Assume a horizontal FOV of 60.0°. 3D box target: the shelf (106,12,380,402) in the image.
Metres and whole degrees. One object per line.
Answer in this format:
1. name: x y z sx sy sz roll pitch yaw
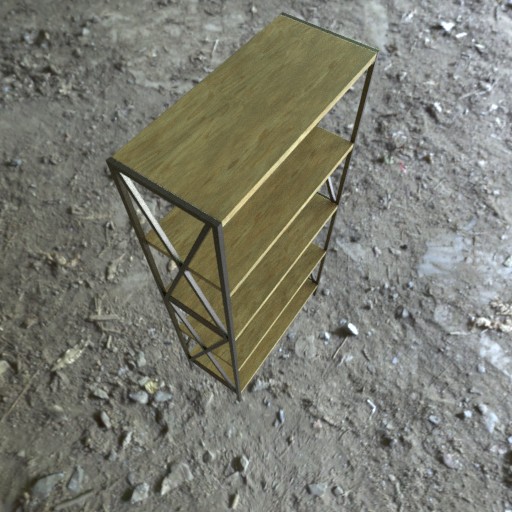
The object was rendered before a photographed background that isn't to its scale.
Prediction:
1. shelf: 0.000 0.000 2.104 0.386 1.803 0.874 31 64 17
